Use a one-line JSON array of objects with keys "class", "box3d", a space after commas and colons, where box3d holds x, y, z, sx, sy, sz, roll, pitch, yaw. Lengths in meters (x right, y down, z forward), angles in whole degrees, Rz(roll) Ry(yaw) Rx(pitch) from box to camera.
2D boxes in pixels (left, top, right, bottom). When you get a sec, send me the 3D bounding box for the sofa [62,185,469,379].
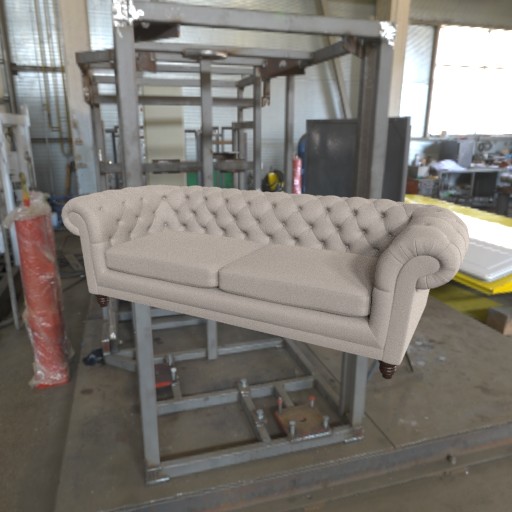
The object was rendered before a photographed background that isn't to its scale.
[{"class": "sofa", "box3d": [0.000, 0.000, 2.822, 2.411, 0.749, 0.991, 8, 18, 27]}]
